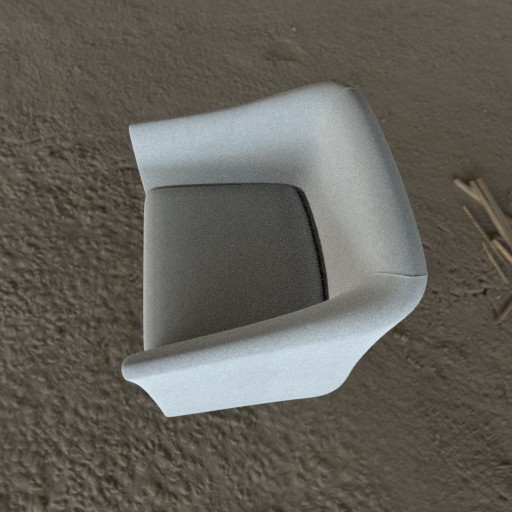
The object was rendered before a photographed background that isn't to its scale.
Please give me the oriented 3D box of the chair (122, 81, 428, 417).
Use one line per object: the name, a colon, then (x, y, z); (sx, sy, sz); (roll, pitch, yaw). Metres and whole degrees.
chair: (0.000, 0.000, 1.357); (0.700, 0.720, 0.790); (-6, 59, -4)
